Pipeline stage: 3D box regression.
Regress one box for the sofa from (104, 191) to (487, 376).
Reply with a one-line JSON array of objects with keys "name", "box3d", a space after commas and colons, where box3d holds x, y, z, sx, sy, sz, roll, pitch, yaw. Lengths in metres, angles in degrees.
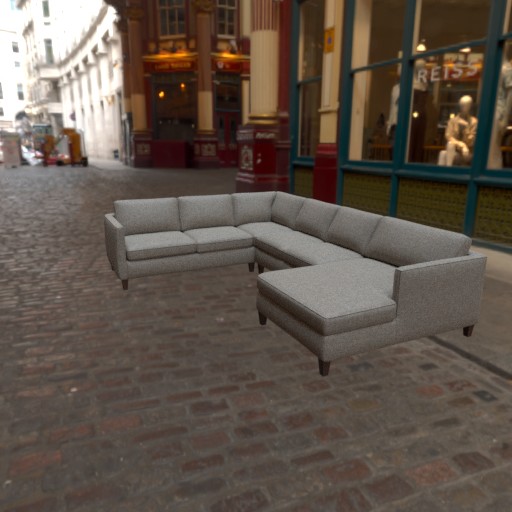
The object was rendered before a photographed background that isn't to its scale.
[{"name": "sofa", "box3d": [0.000, 0.000, 4.529, 2.551, 0.889, 3.403, -7, 17, -25]}]
